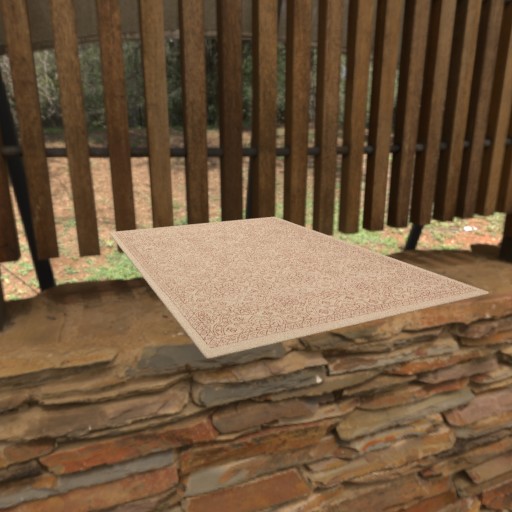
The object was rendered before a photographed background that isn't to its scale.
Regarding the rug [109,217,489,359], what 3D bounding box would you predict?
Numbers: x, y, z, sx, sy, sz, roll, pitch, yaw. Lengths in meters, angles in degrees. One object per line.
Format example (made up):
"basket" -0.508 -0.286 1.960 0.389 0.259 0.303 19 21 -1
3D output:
"rug" 0.000 0.000 2.332 1.219 0.010 1.829 -8 18 -25
